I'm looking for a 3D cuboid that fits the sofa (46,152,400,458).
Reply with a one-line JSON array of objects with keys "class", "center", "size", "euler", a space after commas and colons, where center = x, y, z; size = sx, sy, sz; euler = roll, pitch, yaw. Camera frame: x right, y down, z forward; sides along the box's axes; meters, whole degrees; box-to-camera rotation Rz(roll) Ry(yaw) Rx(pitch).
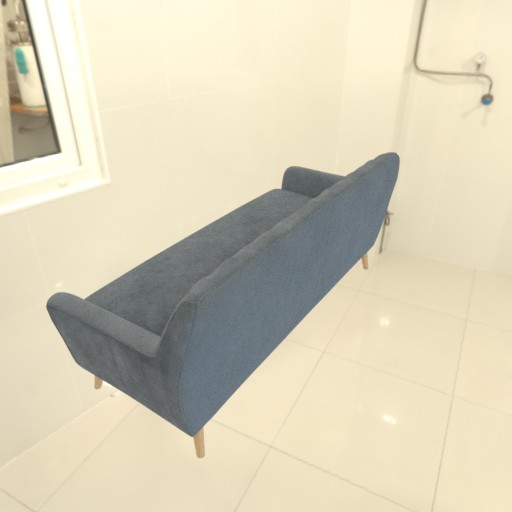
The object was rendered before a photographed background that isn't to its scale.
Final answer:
[{"class": "sofa", "center": [0.000, 0.000, 2.381], "size": [0.841, 0.832, 1.975], "euler": [19, 36, 29]}]
